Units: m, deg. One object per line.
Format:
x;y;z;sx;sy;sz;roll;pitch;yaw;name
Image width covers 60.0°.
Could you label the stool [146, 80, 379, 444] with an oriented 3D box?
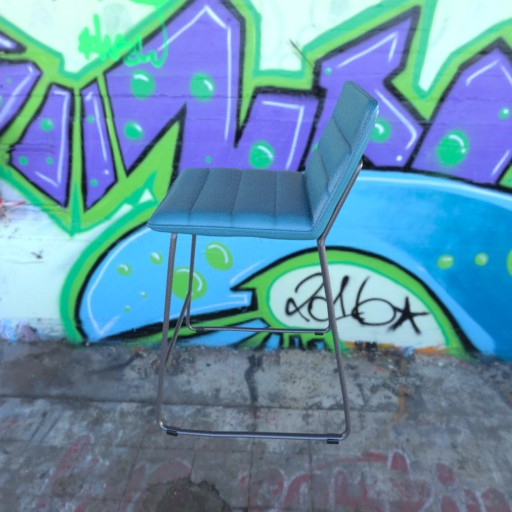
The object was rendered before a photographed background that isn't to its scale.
0.000;0.000;1.205;0.524;0.866;0.489;1;28;2;stool
